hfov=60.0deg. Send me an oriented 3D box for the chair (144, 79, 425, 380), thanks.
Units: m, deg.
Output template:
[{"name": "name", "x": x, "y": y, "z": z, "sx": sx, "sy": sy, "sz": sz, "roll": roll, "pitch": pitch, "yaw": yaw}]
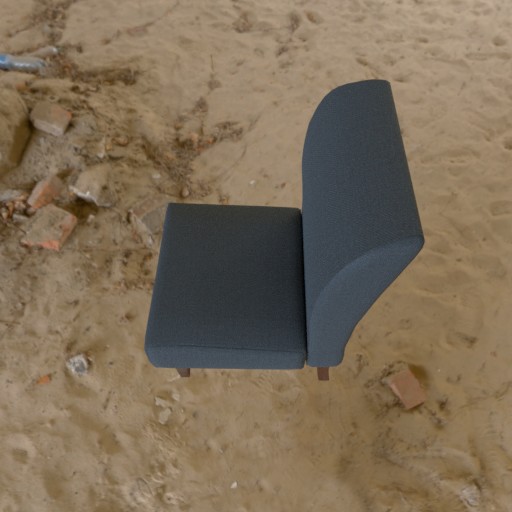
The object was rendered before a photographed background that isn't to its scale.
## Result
[{"name": "chair", "x": 0.000, "y": 0.000, "z": 1.200, "sx": 0.592, "sy": 0.804, "sz": 0.513, "roll": 0, "pitch": 57, "yaw": 0}]
